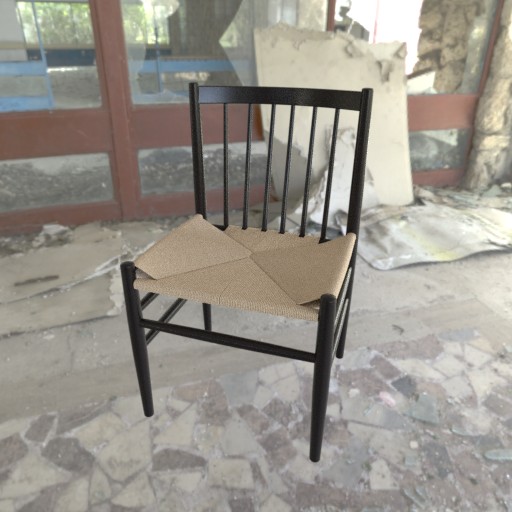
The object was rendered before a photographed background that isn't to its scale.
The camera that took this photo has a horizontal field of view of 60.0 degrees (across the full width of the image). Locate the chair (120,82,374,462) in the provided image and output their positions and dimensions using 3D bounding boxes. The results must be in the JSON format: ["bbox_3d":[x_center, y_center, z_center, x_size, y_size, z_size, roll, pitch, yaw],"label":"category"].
[{"bbox_3d":[0.000,0.000,1.171,0.495,0.818,0.516,8,28,16],"label":"chair"}]
